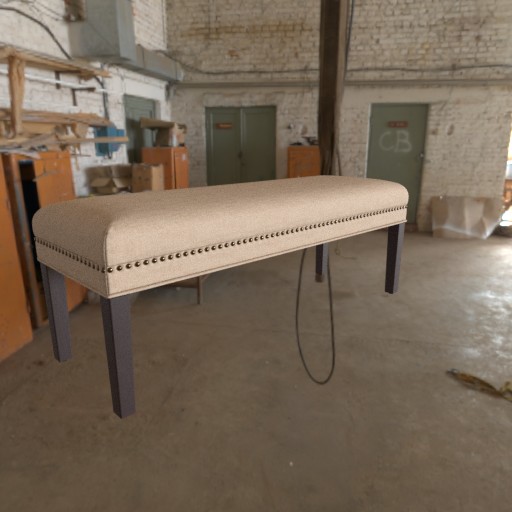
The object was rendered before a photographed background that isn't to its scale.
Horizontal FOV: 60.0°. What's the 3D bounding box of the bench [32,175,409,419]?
[{"bbox_3d":[0.000,0.000,1.451,1.219,0.457,0.410,-14,20,-42],"label":"bench"}]
